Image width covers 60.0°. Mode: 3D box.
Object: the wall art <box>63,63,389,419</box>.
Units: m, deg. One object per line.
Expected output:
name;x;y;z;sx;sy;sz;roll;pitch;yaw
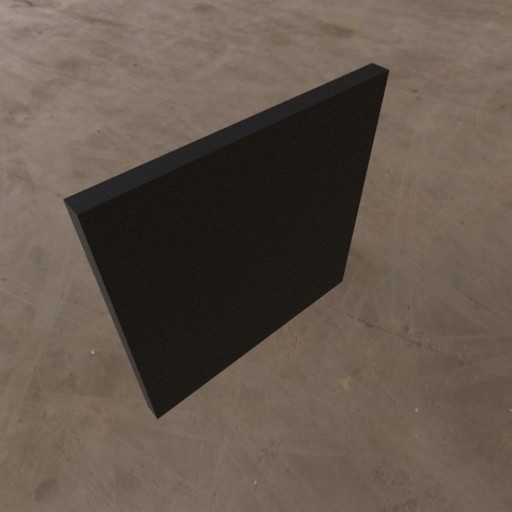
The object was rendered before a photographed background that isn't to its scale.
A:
wall art;0.000;0.000;0.687;0.462;0.458;0.030;-32;55;-26
